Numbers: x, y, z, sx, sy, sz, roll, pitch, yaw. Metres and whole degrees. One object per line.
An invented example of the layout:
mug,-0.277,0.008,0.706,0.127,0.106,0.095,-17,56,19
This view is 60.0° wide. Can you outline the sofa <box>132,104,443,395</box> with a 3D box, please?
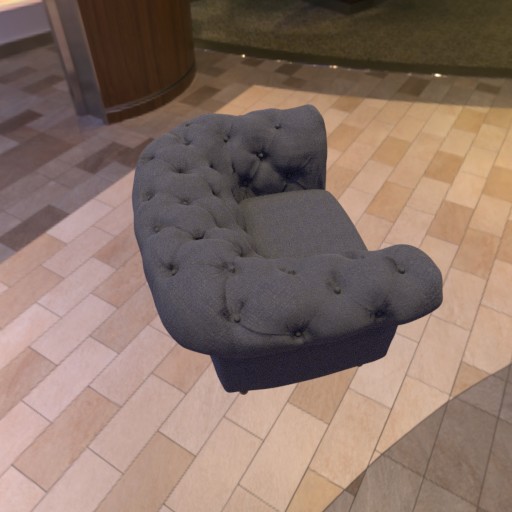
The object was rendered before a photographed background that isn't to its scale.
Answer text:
sofa,0.000,0.000,2.108,1.032,0.878,1.405,-11,46,-10
